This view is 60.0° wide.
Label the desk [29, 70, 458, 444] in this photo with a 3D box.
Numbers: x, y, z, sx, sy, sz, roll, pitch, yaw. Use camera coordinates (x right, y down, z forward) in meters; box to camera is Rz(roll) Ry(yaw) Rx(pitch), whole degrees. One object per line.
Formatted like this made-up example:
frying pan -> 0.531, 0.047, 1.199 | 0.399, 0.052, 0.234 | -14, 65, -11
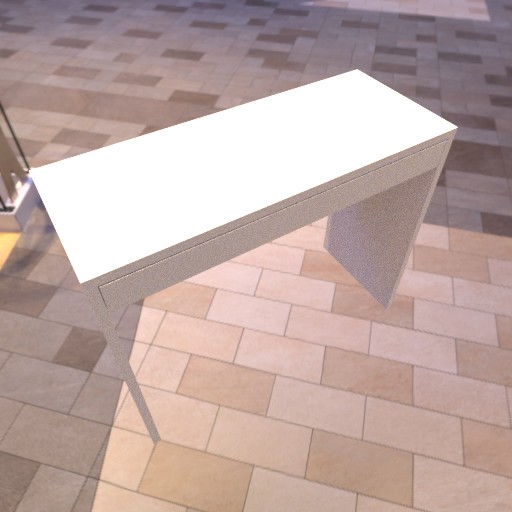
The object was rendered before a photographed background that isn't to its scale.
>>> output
desk -> 0.000, 0.000, 1.389 | 1.000, 0.790, 0.400 | -25, 52, -21
